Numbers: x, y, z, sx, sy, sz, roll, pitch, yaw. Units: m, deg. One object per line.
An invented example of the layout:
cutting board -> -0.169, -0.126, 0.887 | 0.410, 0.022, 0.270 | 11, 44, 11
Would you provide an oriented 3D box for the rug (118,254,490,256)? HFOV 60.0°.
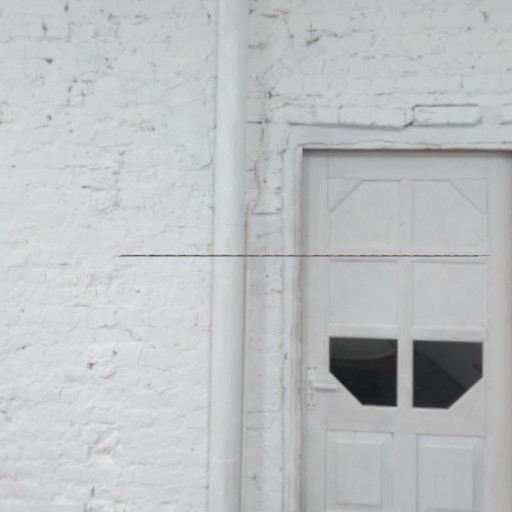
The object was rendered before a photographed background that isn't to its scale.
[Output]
rug -> 0.000, 0.000, 4.144 | 2.437, 0.010, 3.056 | 0, 0, -18
